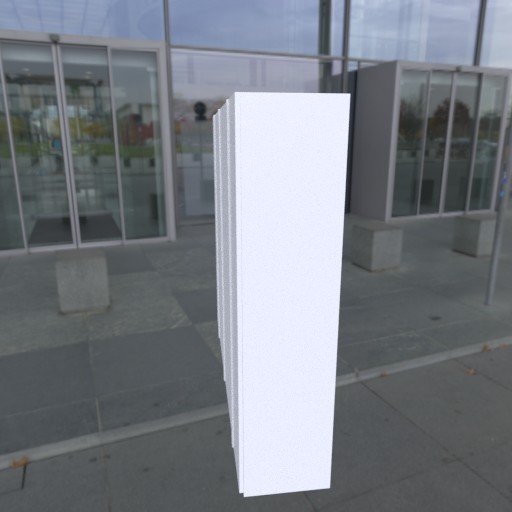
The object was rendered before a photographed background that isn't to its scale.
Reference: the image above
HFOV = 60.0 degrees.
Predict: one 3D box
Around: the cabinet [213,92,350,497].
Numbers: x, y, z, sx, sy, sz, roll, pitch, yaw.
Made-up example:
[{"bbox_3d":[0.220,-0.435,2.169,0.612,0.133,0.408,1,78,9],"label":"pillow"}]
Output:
[{"bbox_3d":[0.000,0.000,3.775,0.590,2.370,2.700,-2,15,-7],"label":"cabinet"}]
